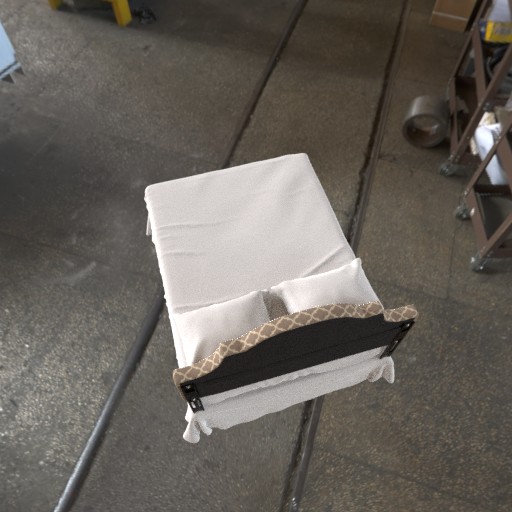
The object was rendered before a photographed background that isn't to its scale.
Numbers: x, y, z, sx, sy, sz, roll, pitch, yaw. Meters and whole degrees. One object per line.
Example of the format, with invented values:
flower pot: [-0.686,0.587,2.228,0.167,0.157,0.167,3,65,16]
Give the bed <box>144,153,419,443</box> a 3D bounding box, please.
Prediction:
bed: [0.000,0.000,3.557,1.780,1.633,2.222,-14,59,-8]
